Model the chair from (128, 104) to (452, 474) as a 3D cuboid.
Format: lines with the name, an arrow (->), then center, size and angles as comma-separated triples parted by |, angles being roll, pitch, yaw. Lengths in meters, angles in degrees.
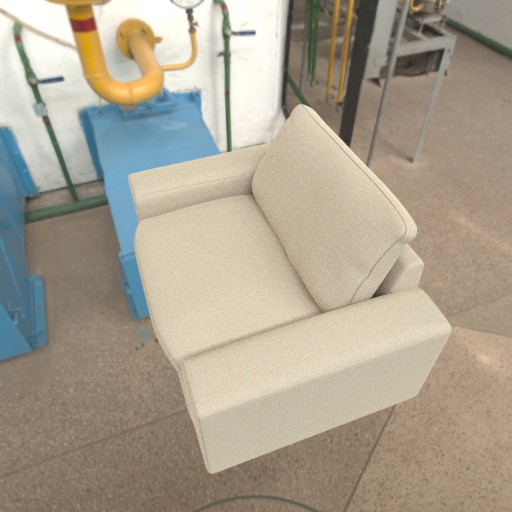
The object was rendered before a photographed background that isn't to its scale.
chair -> 0.000, 0.000, 2.030 | 1.039, 0.915, 1.398 | -15, 48, -14
